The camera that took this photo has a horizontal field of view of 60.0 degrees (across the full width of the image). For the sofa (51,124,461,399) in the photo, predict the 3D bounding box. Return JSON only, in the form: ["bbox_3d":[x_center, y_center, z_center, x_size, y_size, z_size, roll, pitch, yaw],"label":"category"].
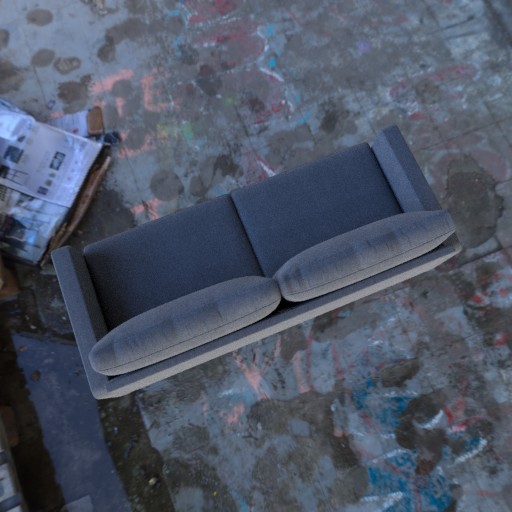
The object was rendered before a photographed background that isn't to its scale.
[{"bbox_3d":[0.000,0.000,2.596,2.100,0.880,0.880,-21,76,-6],"label":"sofa"}]
